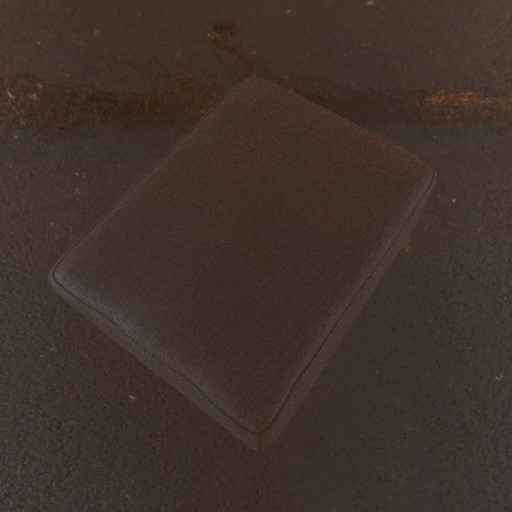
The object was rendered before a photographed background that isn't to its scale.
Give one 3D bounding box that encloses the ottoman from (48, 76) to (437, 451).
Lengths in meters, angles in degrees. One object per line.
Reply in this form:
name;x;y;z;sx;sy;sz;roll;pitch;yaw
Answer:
ottoman;0.000;0.000;1.241;0.639;0.496;0.826;33;68;15
